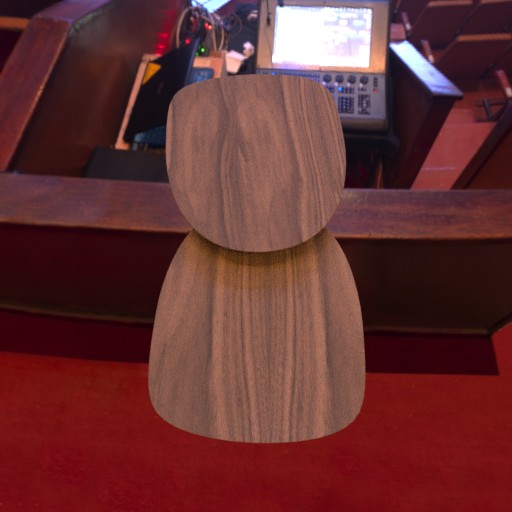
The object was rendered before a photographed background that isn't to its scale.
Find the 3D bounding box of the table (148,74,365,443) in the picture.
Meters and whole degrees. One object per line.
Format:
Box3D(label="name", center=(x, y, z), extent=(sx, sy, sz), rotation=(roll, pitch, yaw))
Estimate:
Box3D(label="table", center=(0.000, 0.000, 1.364), extent=(0.527, 0.429, 1.084), rotation=(0, 63, 0))
